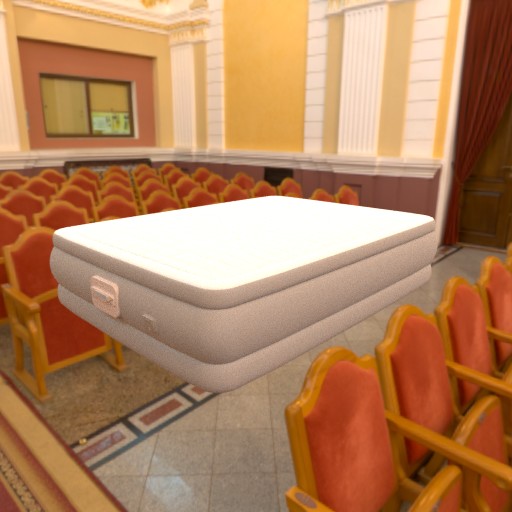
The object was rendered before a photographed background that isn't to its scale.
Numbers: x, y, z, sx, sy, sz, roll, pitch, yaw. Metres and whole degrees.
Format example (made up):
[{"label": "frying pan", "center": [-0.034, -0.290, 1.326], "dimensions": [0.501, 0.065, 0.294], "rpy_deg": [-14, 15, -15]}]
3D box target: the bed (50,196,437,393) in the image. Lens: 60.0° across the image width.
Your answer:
[{"label": "bed", "center": [0.000, 0.000, 2.723], "dimensions": [1.520, 0.460, 2.036], "rpy_deg": [15, 22, 42]}]
